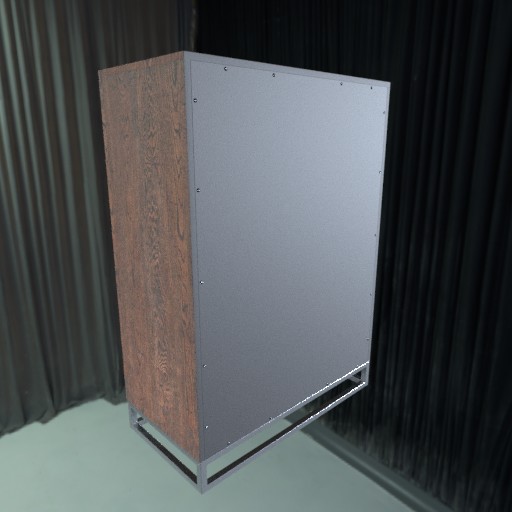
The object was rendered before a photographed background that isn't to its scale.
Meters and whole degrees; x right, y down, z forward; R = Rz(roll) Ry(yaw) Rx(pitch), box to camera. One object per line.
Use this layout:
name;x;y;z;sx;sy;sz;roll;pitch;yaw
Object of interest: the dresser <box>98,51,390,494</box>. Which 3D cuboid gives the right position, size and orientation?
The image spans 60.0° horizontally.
dresser;0.000;0.000;1.754;0.965;1.321;0.508;-14;20;-42
